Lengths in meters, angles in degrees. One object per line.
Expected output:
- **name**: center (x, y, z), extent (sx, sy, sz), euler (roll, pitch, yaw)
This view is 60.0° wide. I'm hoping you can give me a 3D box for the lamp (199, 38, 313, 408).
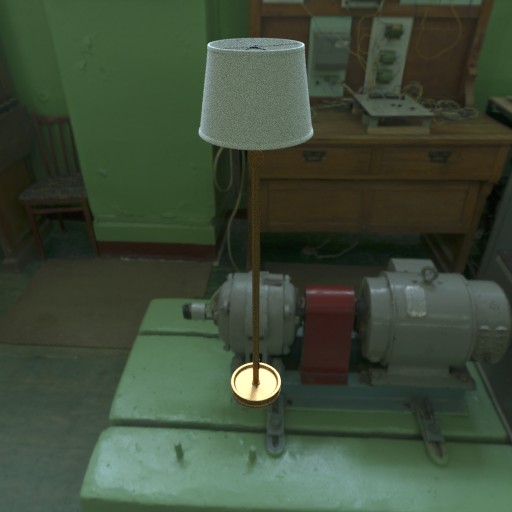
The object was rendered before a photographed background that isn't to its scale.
- **lamp**: center (0.000, 0.000, 0.817), extent (0.178, 0.710, 0.178), euler (0, 32, 0)
